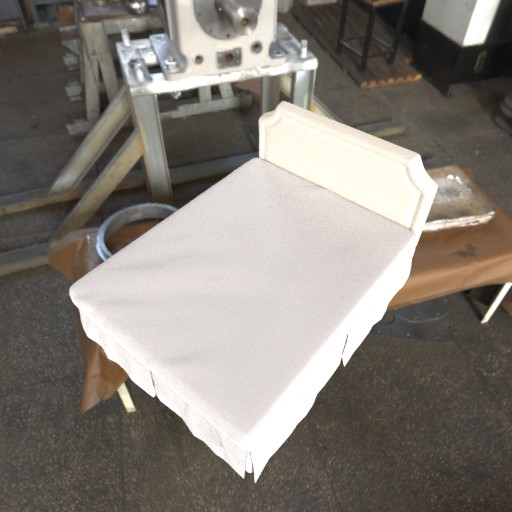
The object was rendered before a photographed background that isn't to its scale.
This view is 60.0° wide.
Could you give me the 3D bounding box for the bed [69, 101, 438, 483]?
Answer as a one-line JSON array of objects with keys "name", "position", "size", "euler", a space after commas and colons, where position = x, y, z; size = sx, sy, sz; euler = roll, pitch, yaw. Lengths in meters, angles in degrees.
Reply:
[{"name": "bed", "position": [0.000, 0.000, 3.656], "size": [1.977, 1.293, 2.498], "euler": [31, 54, 26]}]
